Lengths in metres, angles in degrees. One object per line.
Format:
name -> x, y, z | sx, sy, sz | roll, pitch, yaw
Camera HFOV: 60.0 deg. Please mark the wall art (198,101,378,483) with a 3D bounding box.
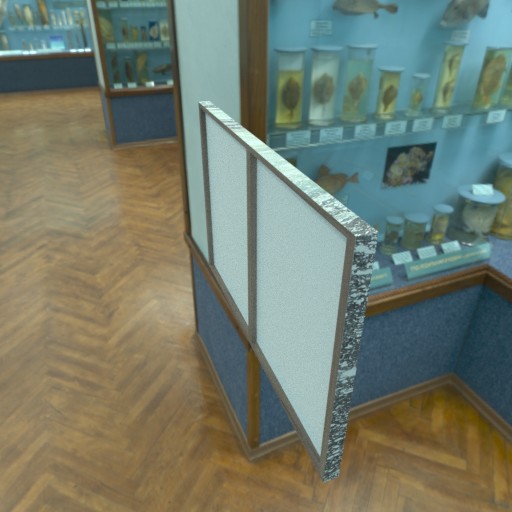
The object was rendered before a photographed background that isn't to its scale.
wall art -> 0.000, 0.000, 1.161 | 0.038, 0.598, 0.919 | -11, 33, -17
